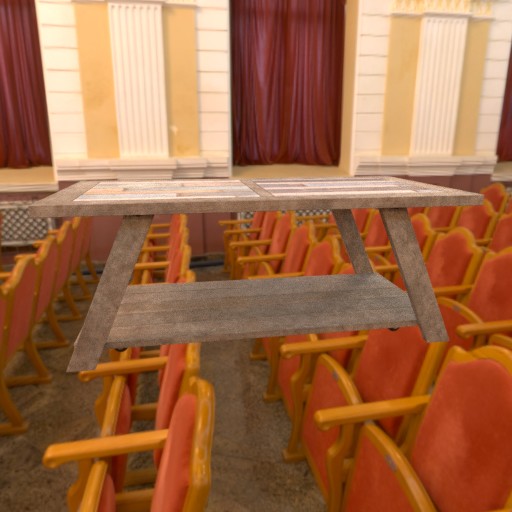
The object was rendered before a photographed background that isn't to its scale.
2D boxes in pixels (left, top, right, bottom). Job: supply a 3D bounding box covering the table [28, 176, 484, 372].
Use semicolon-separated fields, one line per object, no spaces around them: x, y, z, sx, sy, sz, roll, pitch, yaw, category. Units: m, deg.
0.000;0.000;1.518;1.219;0.470;0.610;-3;15;-9;table
